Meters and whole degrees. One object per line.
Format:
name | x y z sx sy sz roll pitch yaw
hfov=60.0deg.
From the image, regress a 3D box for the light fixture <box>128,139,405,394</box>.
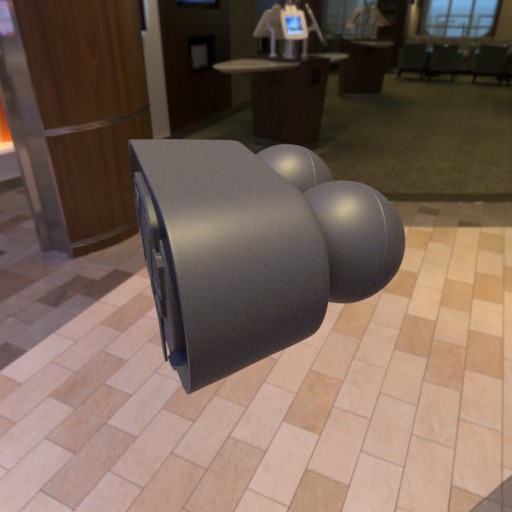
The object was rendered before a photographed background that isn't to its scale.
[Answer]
light fixture | 0.000 0.000 0.338 0.159 0.159 0.229 -10 31 -17
